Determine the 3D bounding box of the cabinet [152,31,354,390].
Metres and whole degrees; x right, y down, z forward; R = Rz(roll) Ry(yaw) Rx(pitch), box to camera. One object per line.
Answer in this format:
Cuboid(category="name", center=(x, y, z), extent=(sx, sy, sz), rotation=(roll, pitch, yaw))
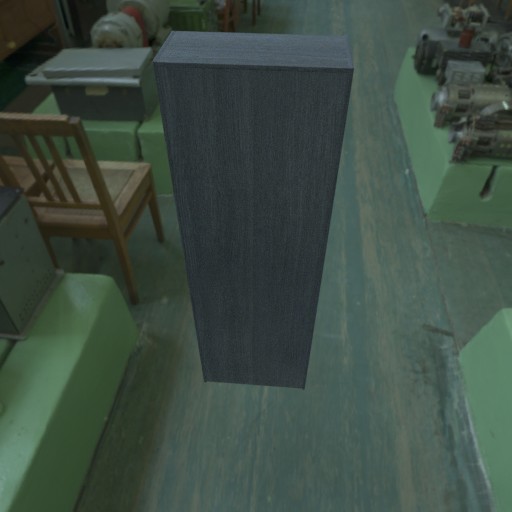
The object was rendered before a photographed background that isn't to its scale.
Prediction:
Cuboid(category="cabinet", center=(0.000, 0.000, 1.800), extent=(0.520, 1.630, 0.255), rotation=(3, 45, 3))
